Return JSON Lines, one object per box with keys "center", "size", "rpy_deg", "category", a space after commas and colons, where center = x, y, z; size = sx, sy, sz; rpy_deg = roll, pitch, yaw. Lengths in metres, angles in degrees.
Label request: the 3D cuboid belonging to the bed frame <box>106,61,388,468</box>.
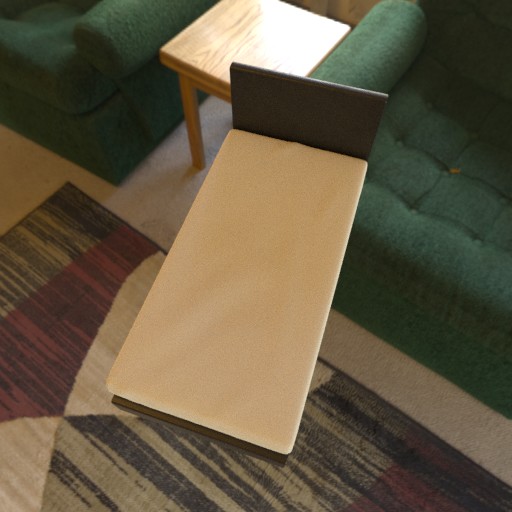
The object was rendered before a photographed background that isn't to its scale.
{"center": [0.000, 0.000, 2.585], "size": [1.038, 1.046, 2.152], "rpy_deg": [16, 61, 9], "category": "bed frame"}
